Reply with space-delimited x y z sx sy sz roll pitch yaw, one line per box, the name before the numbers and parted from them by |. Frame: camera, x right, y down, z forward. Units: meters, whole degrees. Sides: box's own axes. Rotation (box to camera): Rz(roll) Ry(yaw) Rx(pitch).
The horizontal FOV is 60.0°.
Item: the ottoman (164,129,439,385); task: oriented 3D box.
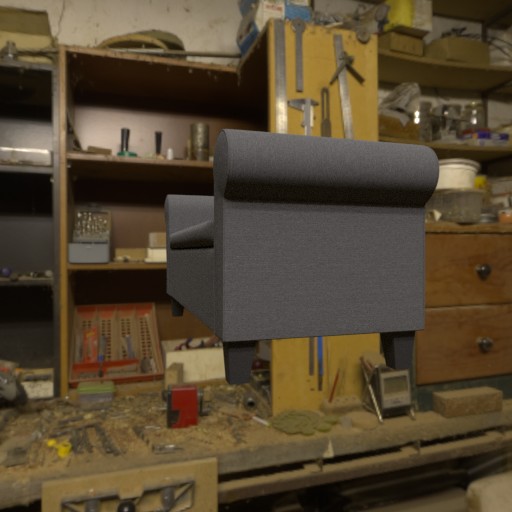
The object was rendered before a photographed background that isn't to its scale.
ottoman | 0.000 0.000 1.549 0.521 0.547 1.256 0 0 -17
